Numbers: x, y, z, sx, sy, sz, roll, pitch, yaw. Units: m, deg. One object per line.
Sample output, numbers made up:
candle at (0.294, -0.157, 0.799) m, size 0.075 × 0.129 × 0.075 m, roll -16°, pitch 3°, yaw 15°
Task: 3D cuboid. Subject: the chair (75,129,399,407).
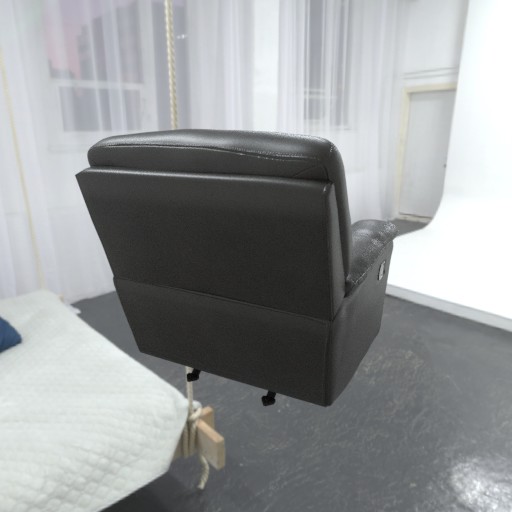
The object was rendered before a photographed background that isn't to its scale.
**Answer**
chair at (0.000, 0.000, 2.008) m, size 1.096 × 1.109 × 1.087 m, roll 8°, pitch 18°, yaw 27°
